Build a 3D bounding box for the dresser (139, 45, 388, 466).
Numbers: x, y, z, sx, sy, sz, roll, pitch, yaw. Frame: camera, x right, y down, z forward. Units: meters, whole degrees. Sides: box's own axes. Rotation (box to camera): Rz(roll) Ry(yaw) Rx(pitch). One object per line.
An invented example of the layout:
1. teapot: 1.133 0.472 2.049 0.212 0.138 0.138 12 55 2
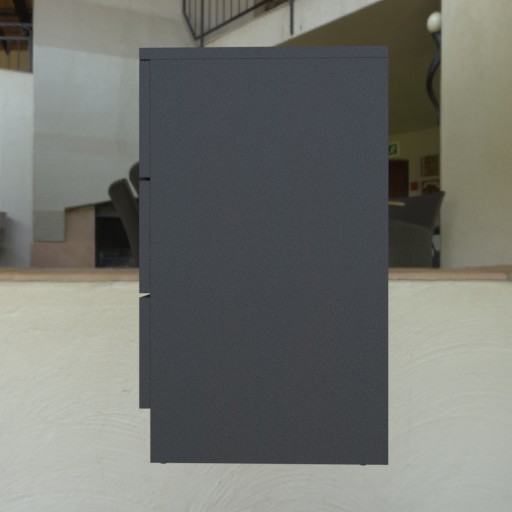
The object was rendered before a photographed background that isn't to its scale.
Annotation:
1. dresser: 0.000 0.000 0.793 0.360 0.560 0.400 0 0 1
